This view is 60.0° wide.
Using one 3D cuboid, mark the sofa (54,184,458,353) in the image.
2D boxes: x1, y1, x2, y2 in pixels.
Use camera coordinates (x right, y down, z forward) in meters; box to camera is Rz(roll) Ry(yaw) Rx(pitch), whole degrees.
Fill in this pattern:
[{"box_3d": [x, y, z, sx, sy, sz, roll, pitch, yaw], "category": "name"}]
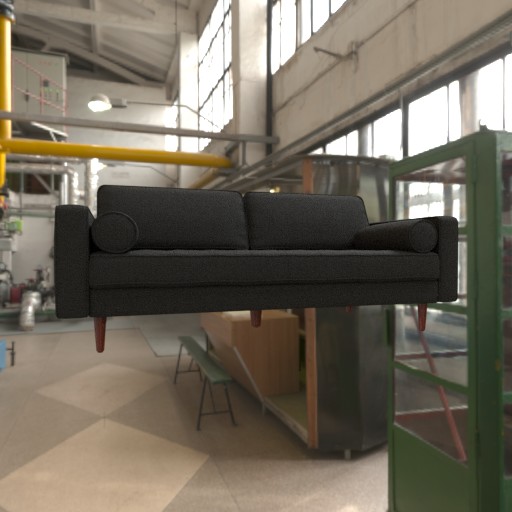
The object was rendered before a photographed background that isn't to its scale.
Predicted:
[{"box_3d": [0.000, 0.000, 2.353, 1.875, 0.759, 0.914, 0, 1, -18], "category": "sofa"}]
